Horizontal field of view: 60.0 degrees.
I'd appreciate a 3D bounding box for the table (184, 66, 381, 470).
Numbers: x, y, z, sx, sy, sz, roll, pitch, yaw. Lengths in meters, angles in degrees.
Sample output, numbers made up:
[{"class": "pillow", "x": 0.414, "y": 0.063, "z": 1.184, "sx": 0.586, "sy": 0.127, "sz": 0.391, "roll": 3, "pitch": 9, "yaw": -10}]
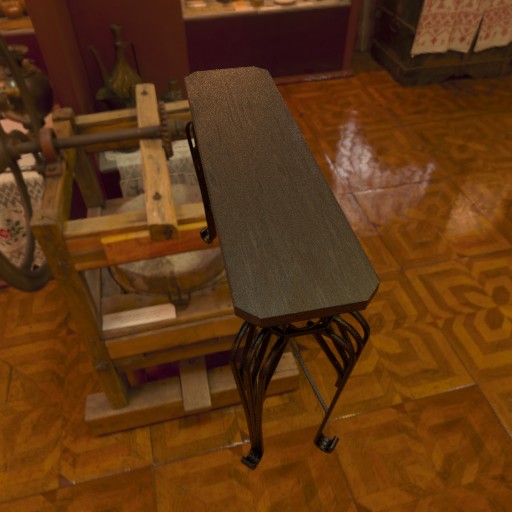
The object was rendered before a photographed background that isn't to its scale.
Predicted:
[{"class": "table", "x": 0.000, "y": 0.000, "z": 1.478, "sx": 0.329, "sy": 0.800, "sz": 1.112, "roll": -9, "pitch": 47, "yaw": -8}]
